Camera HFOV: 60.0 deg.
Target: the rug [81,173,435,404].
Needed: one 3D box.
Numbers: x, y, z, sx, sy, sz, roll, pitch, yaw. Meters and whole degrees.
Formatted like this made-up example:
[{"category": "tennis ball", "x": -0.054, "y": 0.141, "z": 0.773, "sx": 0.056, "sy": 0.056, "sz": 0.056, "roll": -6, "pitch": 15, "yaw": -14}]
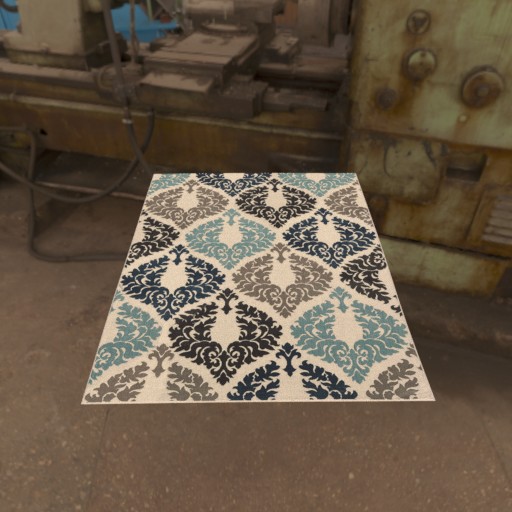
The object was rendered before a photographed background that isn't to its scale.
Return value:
[{"category": "rug", "x": 0.000, "y": 0.000, "z": 4.160, "sx": 2.423, "sy": 0.014, "sz": 3.040, "roll": 0, "pitch": 41, "yaw": 0}]
